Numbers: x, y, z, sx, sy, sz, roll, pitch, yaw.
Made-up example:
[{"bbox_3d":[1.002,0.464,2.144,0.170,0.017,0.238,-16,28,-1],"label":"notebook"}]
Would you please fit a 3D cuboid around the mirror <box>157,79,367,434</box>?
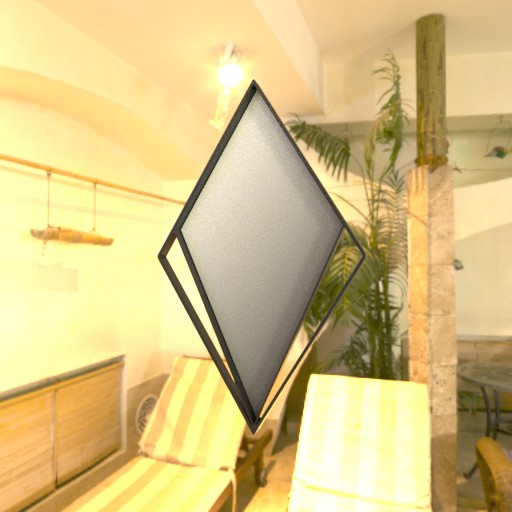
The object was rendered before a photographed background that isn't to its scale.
[{"bbox_3d":[0.000,0.000,0.861,0.419,0.679,0.032,0,-1,19],"label":"mirror"}]
